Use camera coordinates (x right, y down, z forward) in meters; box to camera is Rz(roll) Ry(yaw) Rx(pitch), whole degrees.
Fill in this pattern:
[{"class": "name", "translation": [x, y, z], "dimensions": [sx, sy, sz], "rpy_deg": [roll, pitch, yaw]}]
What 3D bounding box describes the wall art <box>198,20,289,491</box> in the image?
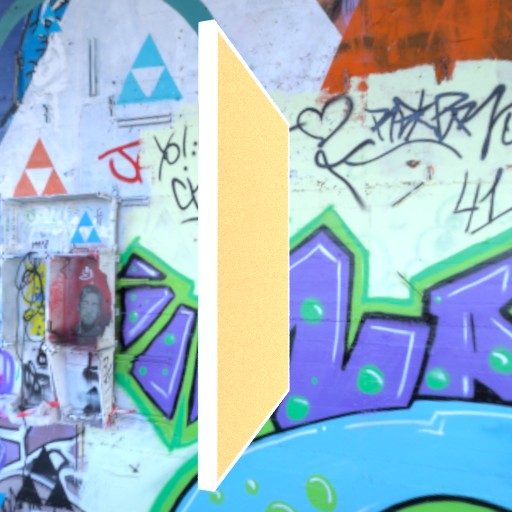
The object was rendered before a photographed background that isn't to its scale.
[{"class": "wall art", "translation": [0.000, 0.000, 1.589], "dimensions": [0.046, 1.221, 0.914], "rpy_deg": [0, 0, 16]}]
